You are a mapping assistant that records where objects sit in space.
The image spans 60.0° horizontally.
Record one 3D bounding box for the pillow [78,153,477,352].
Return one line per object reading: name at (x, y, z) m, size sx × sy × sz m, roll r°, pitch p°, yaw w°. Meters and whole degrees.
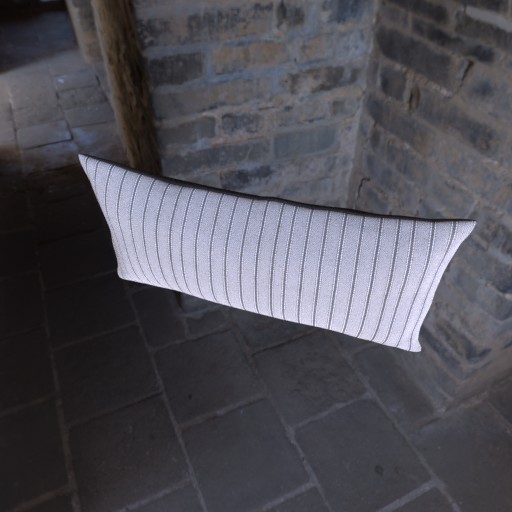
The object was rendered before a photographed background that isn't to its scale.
pillow at (0.000, 0.000, 0.750) m, size 0.609 × 0.305 × 0.151 m, roll 13°, pitch 45°, yaw 13°
